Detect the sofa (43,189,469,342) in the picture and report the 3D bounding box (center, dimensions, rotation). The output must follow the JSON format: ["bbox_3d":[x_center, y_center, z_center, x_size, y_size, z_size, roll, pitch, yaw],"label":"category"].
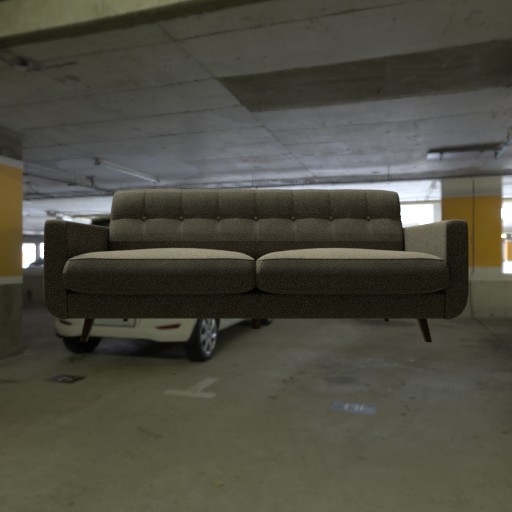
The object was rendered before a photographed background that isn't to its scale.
[{"bbox_3d":[0.000,0.000,2.499,2.029,0.841,0.909,0,0,0],"label":"sofa"}]
